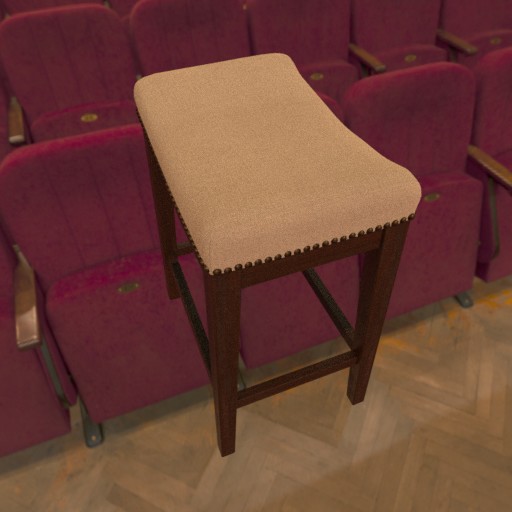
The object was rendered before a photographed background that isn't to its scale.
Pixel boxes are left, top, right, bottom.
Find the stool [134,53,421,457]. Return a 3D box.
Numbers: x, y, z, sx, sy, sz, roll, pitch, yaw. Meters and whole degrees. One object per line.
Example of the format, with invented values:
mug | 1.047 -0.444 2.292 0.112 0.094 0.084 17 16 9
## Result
stool | 0.000 0.000 0.959 0.363 0.669 0.509 -16 48 -15
